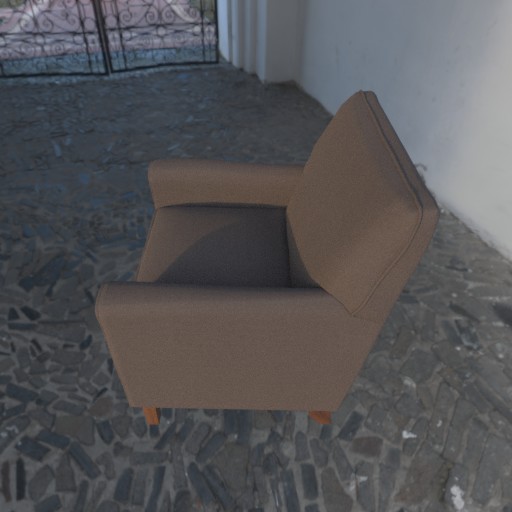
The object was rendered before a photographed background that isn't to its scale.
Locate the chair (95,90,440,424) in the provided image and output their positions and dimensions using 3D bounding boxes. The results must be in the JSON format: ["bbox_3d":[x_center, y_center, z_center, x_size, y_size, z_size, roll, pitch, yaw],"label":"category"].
[{"bbox_3d":[0.000,0.000,1.553,0.831,0.911,0.836,0,40,0],"label":"chair"}]
